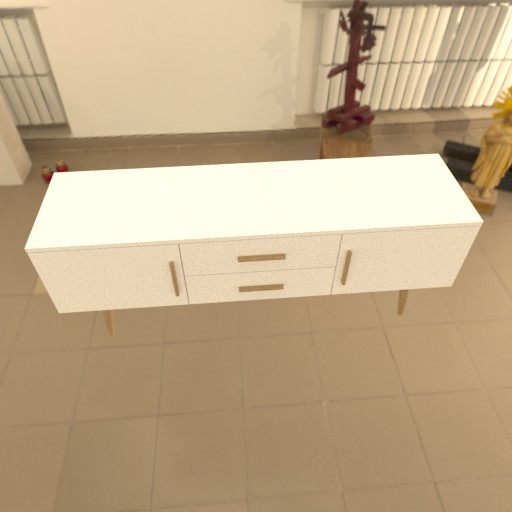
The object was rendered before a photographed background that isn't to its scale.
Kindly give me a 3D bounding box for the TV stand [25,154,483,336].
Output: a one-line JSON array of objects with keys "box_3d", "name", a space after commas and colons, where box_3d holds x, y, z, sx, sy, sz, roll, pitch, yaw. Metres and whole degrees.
[{"box_3d": [0.000, 0.000, 1.671, 1.398, 0.560, 0.401, -4, 46, -3], "name": "TV stand"}]
